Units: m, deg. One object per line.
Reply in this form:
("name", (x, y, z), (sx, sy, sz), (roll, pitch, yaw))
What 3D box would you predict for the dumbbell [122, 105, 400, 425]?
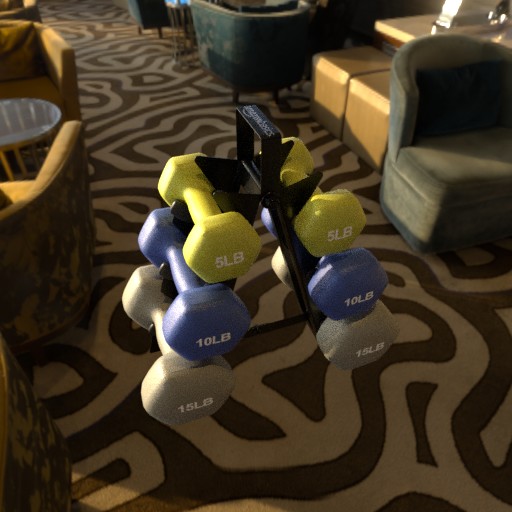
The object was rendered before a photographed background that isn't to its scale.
("dumbbell", (0.000, 0.000, 0.663), (0.416, 0.426, 0.261), (-13, 43, -15))
